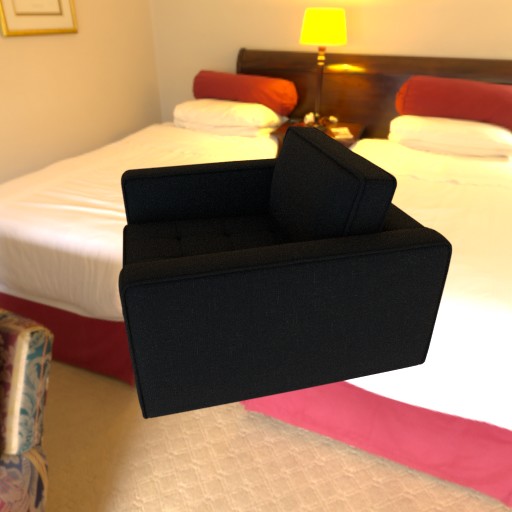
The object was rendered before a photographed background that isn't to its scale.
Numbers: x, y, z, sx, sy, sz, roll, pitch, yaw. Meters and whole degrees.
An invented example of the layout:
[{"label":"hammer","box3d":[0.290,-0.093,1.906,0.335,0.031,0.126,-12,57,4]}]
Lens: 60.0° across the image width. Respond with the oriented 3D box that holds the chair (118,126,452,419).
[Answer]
[{"label":"chair","box3d":[0.000,0.000,1.588,0.920,0.770,0.899,-7,30,-13]}]
